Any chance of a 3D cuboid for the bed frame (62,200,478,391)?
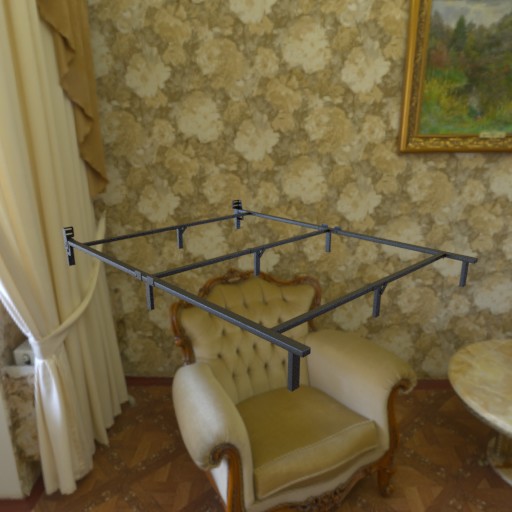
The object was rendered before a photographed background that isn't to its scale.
[{"bbox_3d":[0.000,0.000,2.651,1.498,0.248,1.990,-16,23,-41],"label":"bed frame"}]
